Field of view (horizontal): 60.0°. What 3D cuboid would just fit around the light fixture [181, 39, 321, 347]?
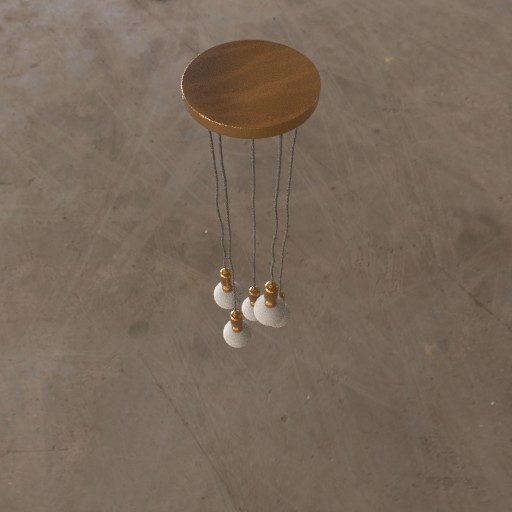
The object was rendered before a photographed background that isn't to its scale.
[{"bbox_3d":[0.000,0.000,0.499,0.105,0.457,0.108,-14,59,-9],"label":"light fixture"}]
